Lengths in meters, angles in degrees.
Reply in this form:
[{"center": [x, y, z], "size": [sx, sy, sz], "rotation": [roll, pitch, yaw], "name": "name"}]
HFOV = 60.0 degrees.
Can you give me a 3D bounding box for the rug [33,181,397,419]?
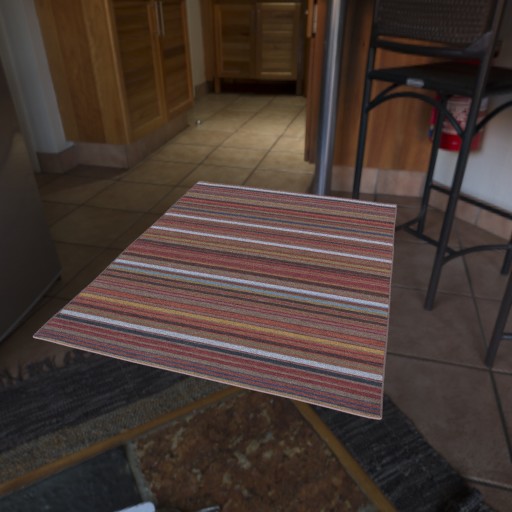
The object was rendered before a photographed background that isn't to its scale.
[{"center": [0.000, 0.000, 4.158], "size": [2.479, 0.023, 3.092], "rotation": [9, 33, 14], "name": "rug"}]
